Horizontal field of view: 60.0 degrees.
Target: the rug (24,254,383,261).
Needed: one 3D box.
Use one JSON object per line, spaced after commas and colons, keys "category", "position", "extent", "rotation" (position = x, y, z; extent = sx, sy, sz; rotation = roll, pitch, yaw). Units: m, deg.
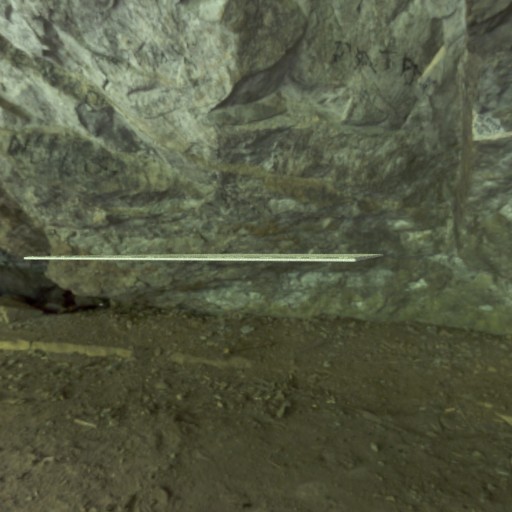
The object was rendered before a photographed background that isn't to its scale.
{"category": "rug", "position": [0.000, 0.000, 2.313], "extent": [1.206, 0.012, 1.824], "rotation": [0, 1, 18]}
